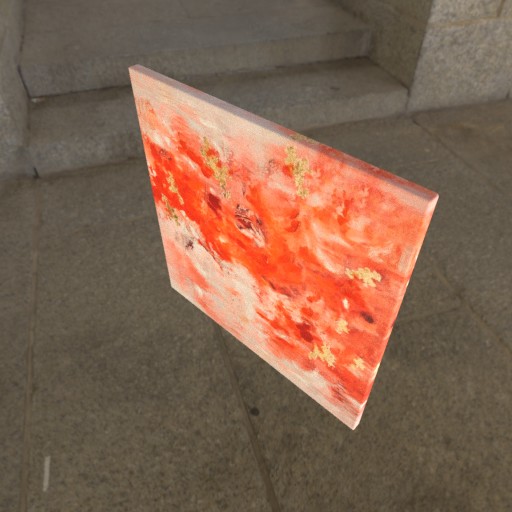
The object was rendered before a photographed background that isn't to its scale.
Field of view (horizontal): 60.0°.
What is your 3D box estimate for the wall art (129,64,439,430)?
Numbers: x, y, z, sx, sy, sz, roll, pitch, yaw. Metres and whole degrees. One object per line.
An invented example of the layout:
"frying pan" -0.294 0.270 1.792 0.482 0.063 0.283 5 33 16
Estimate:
"wall art" 0.000 0.000 1.295 0.878 0.878 0.066 33 53 29
